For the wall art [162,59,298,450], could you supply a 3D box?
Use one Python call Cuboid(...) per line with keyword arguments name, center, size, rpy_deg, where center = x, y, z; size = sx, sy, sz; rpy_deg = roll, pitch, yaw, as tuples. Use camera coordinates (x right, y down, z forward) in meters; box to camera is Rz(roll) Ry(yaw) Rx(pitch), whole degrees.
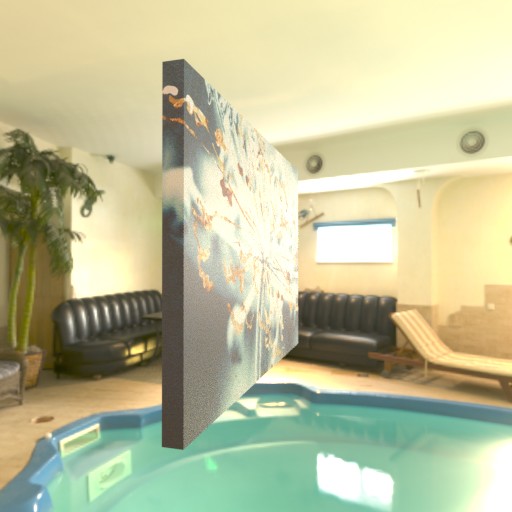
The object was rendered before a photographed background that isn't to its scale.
Cuboid(name="wall art", center=(0.000, 0.000, 1.131), size=(0.038, 0.608, 0.912), rpy_deg=(0, 0, 17))
